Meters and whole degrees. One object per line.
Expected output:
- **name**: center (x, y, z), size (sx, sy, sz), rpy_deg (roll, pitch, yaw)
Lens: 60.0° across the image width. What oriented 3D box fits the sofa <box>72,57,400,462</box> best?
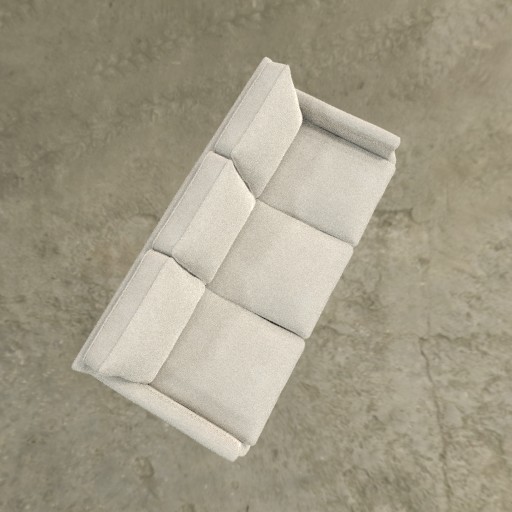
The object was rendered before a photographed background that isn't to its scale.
- **sofa**: center (0.000, 0.000, 2.837), size (1.084, 1.003, 2.246), rpy_deg (28, 78, 6)
